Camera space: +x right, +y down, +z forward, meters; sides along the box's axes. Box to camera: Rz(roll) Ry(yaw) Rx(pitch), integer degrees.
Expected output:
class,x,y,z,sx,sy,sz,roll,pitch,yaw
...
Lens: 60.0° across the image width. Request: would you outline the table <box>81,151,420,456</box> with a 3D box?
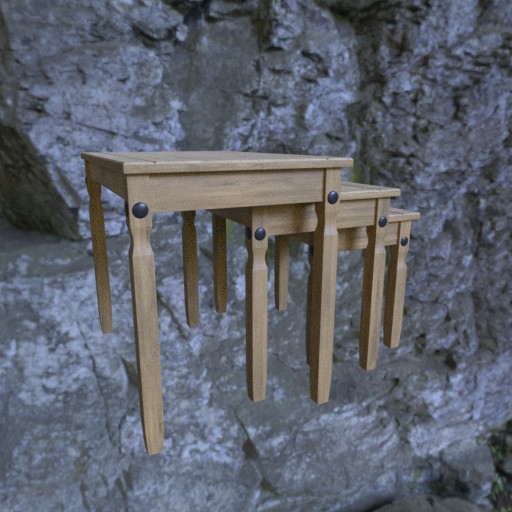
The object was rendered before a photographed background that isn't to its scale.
class,x,y,z,sx,sy,sz,roll,pitch,yaw
table,0.000,0.000,1.190,0.773,0.535,0.660,-7,16,-25
